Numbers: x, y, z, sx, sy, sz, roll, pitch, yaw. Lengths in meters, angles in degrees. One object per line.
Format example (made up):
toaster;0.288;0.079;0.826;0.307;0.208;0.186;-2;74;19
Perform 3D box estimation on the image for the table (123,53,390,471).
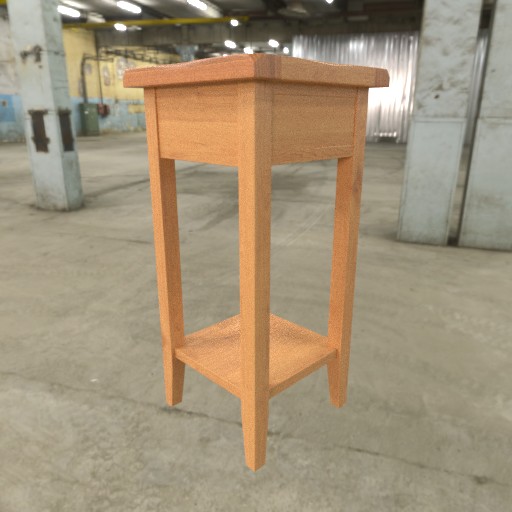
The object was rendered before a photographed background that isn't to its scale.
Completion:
table;0.000;0.000;0.950;0.360;0.740;0.360;-17;24;-42
